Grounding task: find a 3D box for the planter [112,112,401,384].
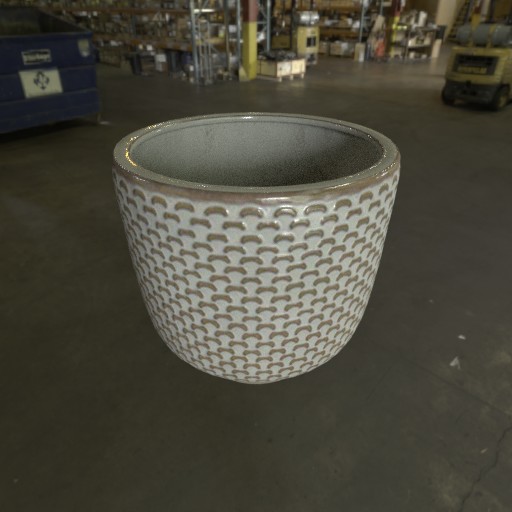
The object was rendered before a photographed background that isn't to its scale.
[{"bbox_3d":[0.000,0.000,0.250,0.139,0.130,0.139,0,30,0],"label":"planter"}]
